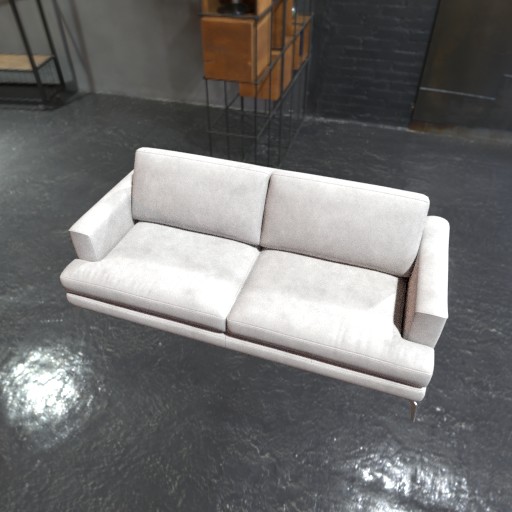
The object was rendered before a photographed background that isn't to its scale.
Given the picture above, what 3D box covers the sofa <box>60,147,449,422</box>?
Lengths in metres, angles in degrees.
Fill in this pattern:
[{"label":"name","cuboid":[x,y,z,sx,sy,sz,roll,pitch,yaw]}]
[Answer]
[{"label":"sofa","cuboid":[0.000,0.000,2.516,2.013,0.830,0.980,13,42,14]}]
